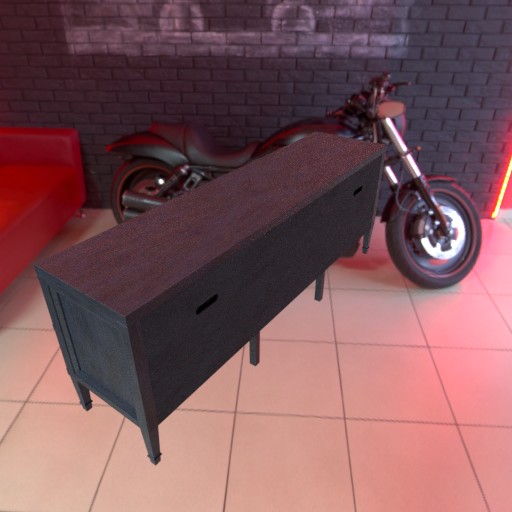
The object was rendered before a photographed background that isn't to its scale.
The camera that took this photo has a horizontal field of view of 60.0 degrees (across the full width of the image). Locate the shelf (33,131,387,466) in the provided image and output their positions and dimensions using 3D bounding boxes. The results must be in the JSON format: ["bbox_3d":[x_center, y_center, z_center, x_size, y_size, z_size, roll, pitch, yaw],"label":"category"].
[{"bbox_3d":[0.000,0.000,2.186,0.471,0.715,1.878,21,38,30],"label":"shelf"}]
